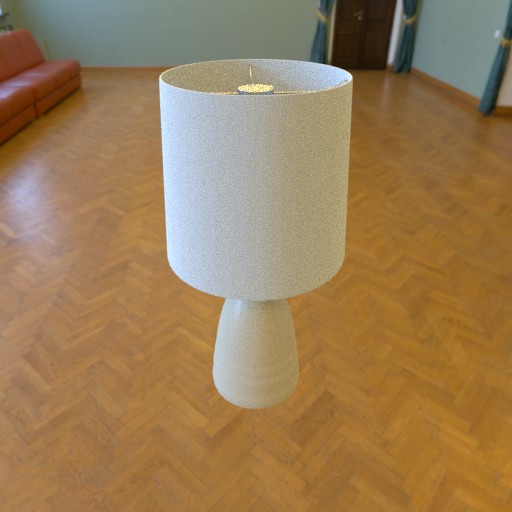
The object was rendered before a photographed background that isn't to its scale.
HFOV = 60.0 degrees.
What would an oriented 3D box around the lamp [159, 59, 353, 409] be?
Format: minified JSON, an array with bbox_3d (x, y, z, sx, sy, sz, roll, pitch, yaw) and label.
[{"bbox_3d":[0.000,0.000,0.479,0.186,0.369,0.186,0,32,0],"label":"lamp"}]
